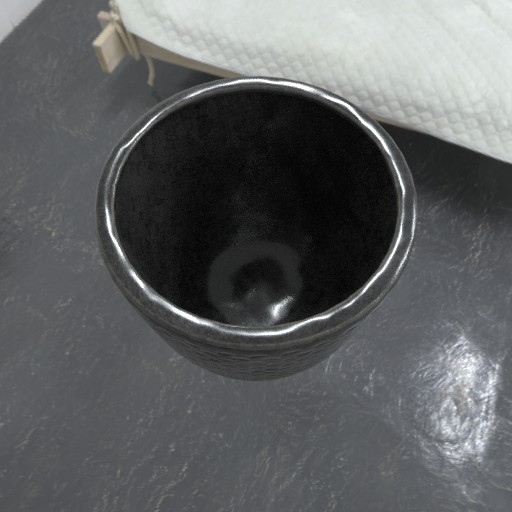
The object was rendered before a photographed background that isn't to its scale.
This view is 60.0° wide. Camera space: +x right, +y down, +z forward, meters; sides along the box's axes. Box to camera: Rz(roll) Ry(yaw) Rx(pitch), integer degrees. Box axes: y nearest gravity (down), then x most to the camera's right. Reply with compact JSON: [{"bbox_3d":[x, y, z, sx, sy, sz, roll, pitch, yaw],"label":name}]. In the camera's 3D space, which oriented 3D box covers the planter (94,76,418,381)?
[{"bbox_3d":[0.000,0.000,0.247,0.140,0.129,0.140,0,64,0],"label":"planter"}]
